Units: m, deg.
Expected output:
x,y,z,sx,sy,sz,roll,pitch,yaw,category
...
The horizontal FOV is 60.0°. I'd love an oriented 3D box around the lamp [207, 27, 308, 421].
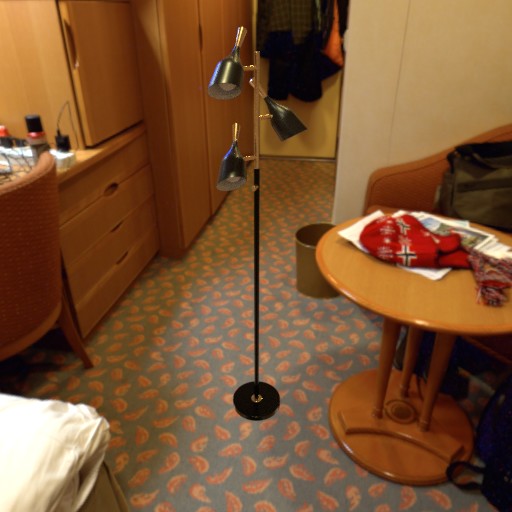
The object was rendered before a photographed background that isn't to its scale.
x,y,z,sx,sy,sz,roll,pitch,yaw,category
0.000,0.000,1.937,0.434,1.778,0.253,-19,34,-31,lamp
